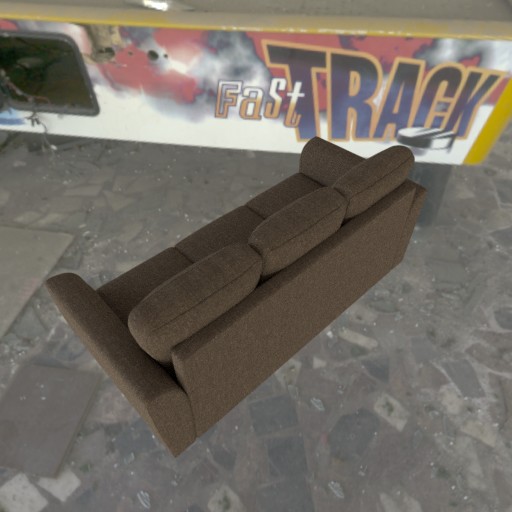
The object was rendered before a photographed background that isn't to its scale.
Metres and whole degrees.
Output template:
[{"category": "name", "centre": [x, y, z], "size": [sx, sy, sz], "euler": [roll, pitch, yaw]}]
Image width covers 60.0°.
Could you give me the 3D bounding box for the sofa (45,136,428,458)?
[{"category": "sofa", "centre": [0.000, 0.000, 2.328], "size": [1.847, 0.891, 0.837], "euler": [-34, 54, -29]}]
